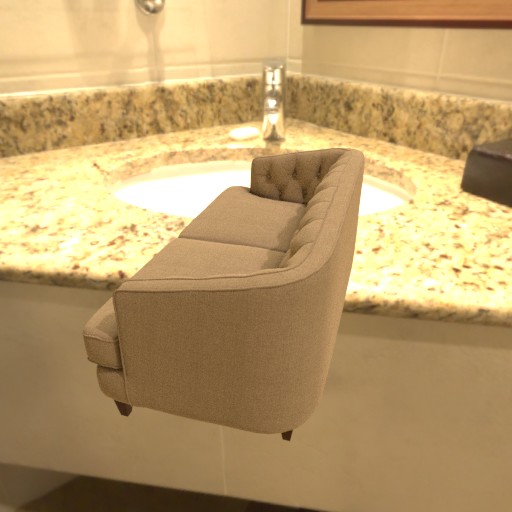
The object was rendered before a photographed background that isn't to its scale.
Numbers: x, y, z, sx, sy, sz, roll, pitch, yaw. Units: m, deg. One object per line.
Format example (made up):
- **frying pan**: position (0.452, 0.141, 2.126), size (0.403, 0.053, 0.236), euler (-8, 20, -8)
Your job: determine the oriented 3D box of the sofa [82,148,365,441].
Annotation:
- **sofa**: position (0.000, 0.000, 2.312), size (0.941, 0.855, 1.733), euler (8, 30, 15)
